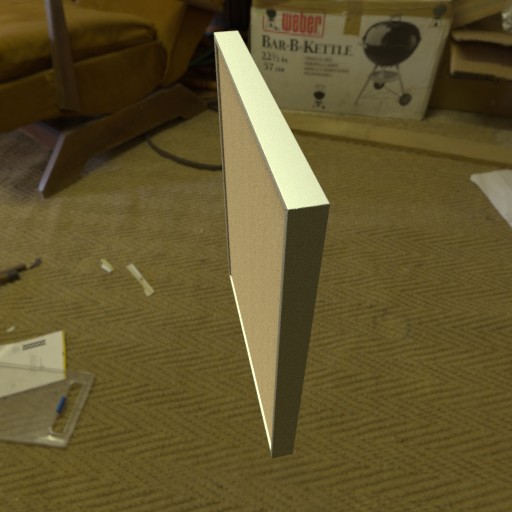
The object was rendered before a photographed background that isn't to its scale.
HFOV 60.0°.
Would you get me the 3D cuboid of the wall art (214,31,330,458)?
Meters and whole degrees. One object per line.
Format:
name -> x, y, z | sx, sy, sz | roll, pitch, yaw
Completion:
wall art -> 0.000, 0.000, 0.732 | 0.039, 0.553, 0.445 | -9, 46, -8
